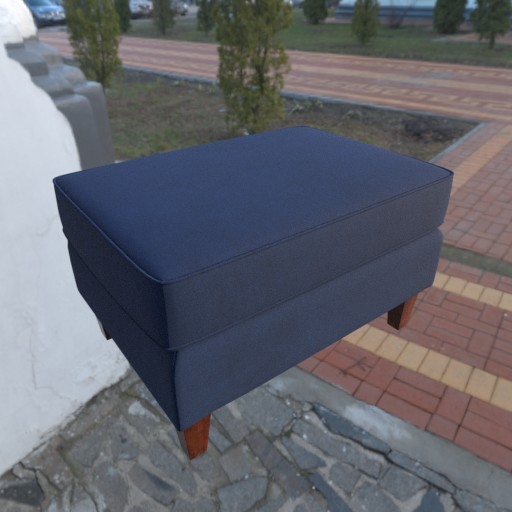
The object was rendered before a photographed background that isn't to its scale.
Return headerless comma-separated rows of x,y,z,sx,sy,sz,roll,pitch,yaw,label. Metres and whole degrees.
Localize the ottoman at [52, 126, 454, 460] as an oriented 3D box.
0.000,0.000,1.369,0.965,0.584,0.686,-21,37,-31,ottoman
